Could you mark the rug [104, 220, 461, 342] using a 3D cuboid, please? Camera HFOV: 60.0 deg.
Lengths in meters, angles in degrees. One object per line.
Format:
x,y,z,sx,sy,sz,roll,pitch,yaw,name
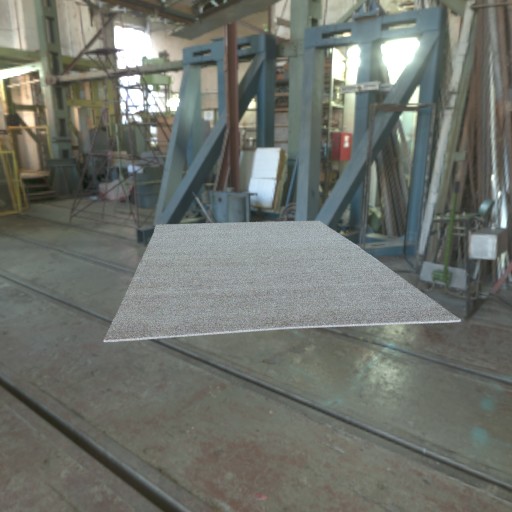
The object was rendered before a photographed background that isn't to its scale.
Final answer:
0.000,0.000,2.253,1.154,0.021,1.792,-2,15,-7,rug
